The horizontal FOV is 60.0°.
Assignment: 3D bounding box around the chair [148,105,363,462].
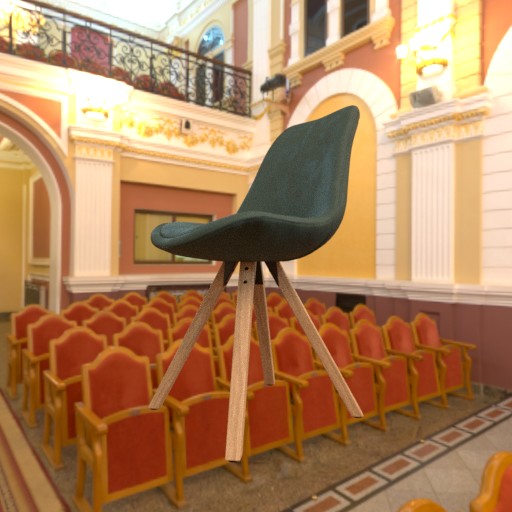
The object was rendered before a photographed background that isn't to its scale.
[{"bbox_3d":[0.000,0.000,1.225,0.547,0.865,0.483,0,0,-37],"label":"chair"}]
